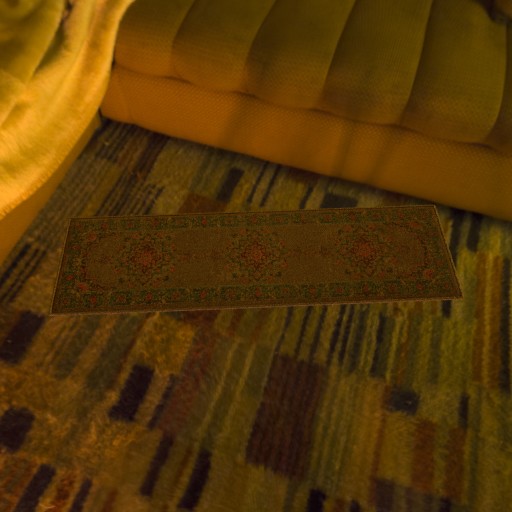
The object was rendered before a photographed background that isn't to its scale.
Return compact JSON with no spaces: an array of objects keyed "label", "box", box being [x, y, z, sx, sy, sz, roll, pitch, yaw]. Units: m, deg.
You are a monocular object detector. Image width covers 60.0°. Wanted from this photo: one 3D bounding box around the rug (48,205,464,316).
[{"label":"rug","box":[0.000,0.000,2.607,2.297,0.019,0.659,-2,59,-1]}]
